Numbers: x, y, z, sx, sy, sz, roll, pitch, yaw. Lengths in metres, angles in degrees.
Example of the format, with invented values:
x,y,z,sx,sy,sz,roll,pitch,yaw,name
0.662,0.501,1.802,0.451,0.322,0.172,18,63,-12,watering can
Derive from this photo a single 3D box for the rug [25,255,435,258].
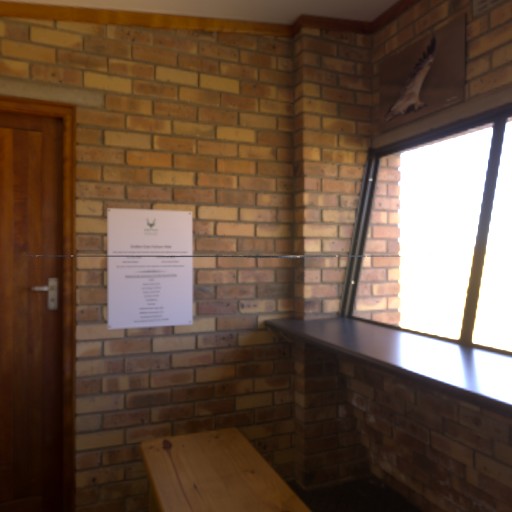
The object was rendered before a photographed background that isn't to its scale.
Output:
x,y,z,sx,sy,sz,roll,pitch,yaw,name
0.000,0.000,3.842,2.277,0.020,2.867,0,0,35,rug
